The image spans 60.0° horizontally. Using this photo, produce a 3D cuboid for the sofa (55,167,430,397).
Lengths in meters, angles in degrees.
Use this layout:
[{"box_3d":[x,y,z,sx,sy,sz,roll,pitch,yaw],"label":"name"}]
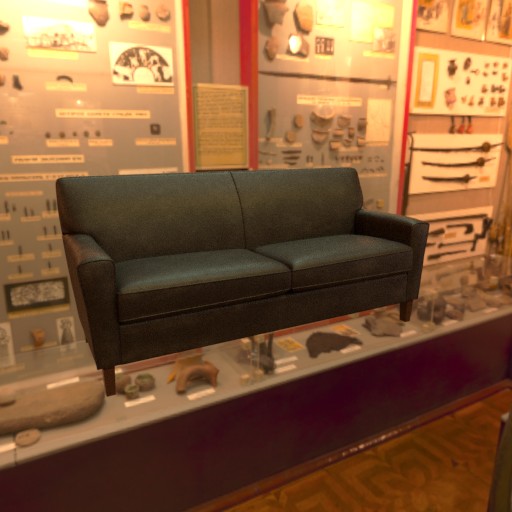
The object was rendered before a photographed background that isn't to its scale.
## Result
[{"box_3d":[0.000,0.000,2.627,2.053,0.947,0.805,-8,16,-27],"label":"sofa"}]
